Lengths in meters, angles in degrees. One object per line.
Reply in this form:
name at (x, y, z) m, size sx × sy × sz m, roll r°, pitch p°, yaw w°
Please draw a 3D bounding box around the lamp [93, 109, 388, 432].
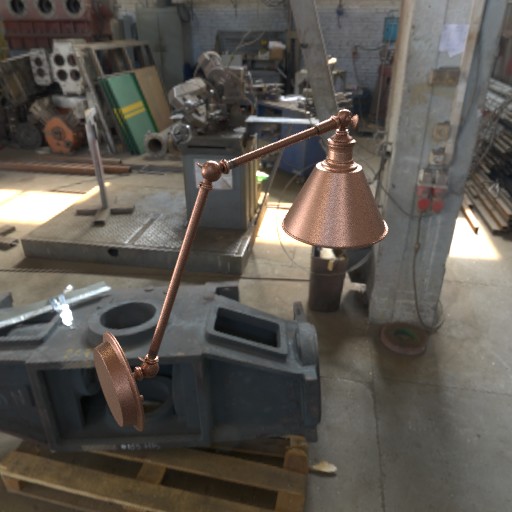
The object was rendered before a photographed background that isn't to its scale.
lamp at (0.000, 0.000, 0.846) m, size 0.624 × 0.502 × 0.223 m, roll -18°, pitch 32°, yaw -30°
